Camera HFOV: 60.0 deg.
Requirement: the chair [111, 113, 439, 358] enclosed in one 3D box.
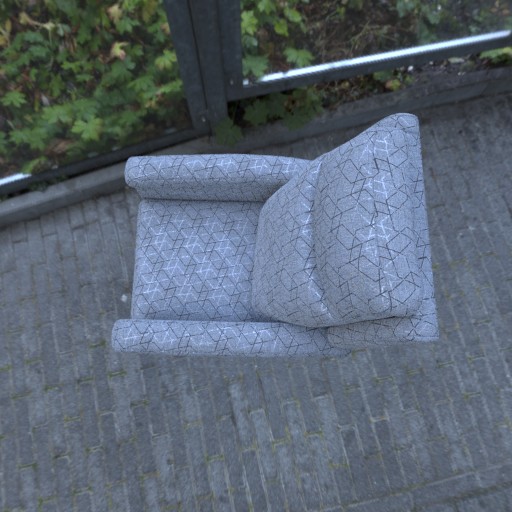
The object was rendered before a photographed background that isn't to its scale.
[{"bbox_3d":[0.000,0.000,1.673,0.987,1.048,0.753,0,76,0],"label":"chair"}]
